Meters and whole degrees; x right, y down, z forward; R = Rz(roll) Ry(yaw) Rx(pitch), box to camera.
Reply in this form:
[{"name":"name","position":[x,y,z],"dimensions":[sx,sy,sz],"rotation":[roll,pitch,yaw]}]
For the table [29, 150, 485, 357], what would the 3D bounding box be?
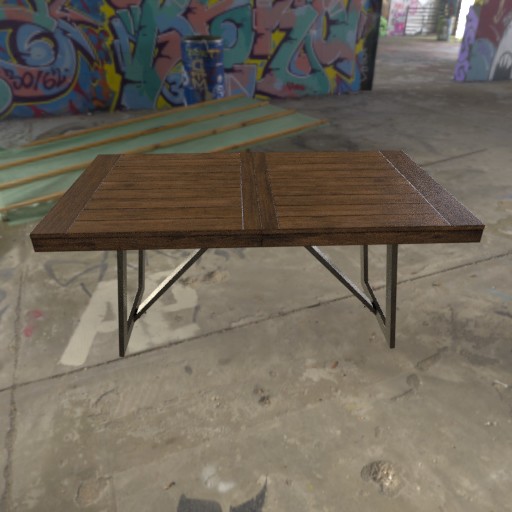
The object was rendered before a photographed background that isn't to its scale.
[{"name":"table","position":[0.000,0.000,2.185],"dimensions":[1.641,0.757,0.931],"rotation":[-1,30,-2]}]
